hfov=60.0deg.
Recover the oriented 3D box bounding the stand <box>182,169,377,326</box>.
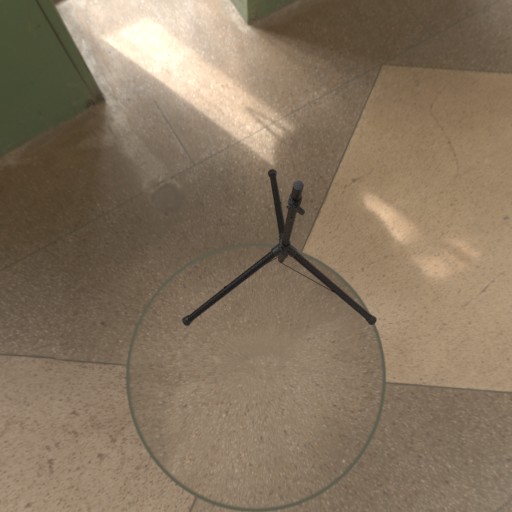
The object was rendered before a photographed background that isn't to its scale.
[{"bbox_3d":[0.000,0.000,1.900,0.907,1.136,1.045,-29,78,-7],"label":"stand"}]
